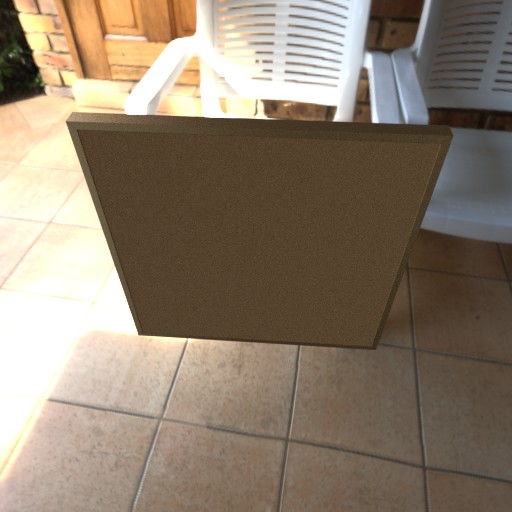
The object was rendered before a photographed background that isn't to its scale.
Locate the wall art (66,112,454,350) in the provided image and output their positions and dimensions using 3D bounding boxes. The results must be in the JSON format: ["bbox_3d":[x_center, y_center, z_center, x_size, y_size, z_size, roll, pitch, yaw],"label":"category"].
[{"bbox_3d":[0.000,0.000,1.156,0.762,0.762,0.038,3,46,3],"label":"wall art"}]
